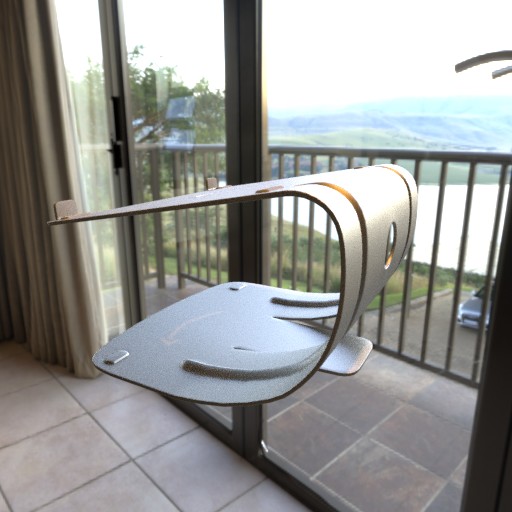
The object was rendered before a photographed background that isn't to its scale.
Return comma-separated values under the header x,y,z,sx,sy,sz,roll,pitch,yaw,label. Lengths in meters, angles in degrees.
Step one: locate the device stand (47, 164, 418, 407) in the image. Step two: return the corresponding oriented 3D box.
x,y,z,sx,sy,sz,roll,pitch,yaw,label
0.000,0.000,0.401,0.236,0.155,0.256,8,18,27,device stand
